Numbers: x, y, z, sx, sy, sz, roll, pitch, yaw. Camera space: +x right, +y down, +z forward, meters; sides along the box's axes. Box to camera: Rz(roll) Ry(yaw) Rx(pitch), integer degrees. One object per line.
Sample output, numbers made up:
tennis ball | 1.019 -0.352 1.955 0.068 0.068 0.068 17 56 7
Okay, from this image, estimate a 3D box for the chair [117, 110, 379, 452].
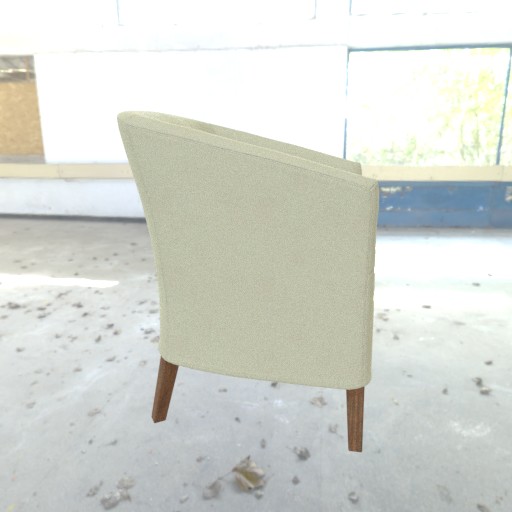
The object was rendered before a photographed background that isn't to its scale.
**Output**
chair | 0.000 0.000 1.319 0.657 0.822 0.643 3 15 9
